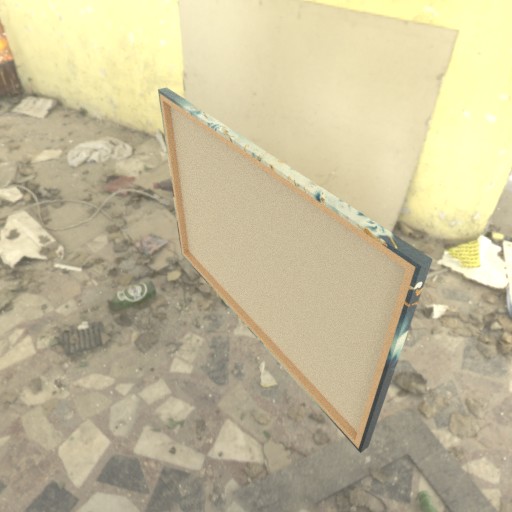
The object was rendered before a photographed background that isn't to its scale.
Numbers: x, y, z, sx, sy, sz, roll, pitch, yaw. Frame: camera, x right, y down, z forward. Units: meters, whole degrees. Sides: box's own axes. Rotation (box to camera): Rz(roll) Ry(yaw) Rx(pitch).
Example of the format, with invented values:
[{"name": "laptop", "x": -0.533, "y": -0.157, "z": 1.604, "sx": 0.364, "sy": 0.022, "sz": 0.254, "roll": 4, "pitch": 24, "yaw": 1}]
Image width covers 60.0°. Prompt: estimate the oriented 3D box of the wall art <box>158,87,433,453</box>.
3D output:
[{"name": "wall art", "x": 0.000, "y": 0.000, "z": 1.454, "sx": 0.035, "sy": 0.759, "sz": 1.138, "roll": -25, "pitch": 46, "yaw": -26}]
